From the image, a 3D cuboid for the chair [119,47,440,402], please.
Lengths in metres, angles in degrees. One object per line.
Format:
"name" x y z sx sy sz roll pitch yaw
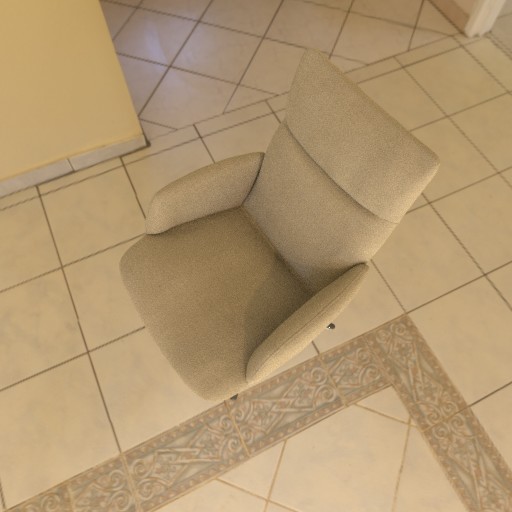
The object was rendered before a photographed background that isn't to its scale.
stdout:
"chair" 0.000 0.000 1.550 0.889 1.016 0.711 -32 67 -15
